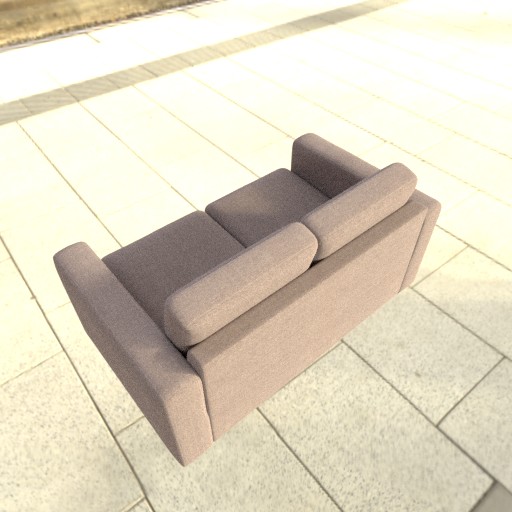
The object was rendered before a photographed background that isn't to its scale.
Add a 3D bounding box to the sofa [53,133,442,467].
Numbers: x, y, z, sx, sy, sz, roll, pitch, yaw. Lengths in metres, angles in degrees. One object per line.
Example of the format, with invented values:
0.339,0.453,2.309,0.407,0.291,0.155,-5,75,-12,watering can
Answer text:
0.000,0.000,2.044,1.520,0.800,0.900,-31,53,-27,sofa
